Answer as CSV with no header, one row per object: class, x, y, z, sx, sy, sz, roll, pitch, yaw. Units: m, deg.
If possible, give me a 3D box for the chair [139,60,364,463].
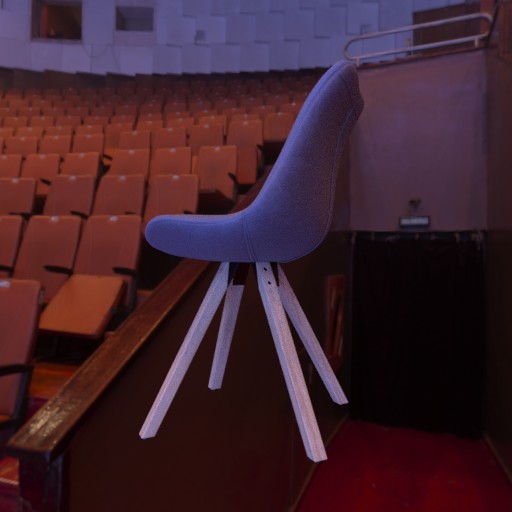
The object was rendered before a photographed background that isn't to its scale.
chair,0.000,0.000,1.181,0.547,0.865,0.483,0,0,18
